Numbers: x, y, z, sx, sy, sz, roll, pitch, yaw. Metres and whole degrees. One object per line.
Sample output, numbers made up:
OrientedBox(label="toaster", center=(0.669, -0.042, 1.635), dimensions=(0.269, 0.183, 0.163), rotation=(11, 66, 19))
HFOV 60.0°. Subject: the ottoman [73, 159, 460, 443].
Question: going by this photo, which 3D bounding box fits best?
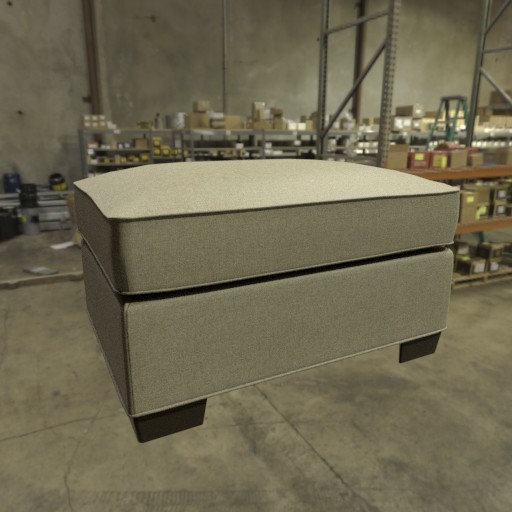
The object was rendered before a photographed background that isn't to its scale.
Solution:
OrientedBox(label="ottoman", center=(0.000, 0.000, 1.205), dimensions=(0.843, 0.504, 0.619), rotation=(-8, 17, -26))
